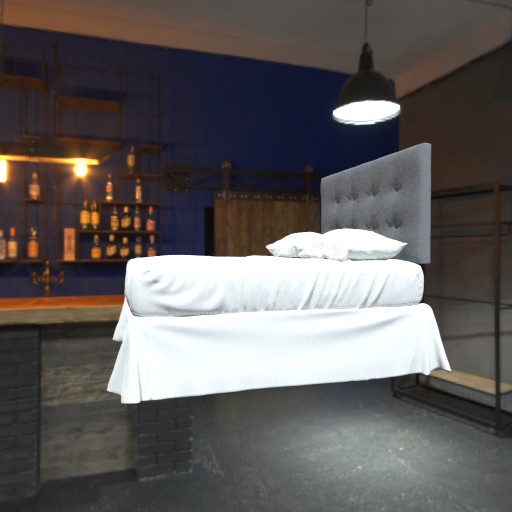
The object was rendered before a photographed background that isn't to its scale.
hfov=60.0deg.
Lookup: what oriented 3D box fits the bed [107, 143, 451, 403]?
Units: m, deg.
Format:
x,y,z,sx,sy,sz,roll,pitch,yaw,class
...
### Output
x,y,z,sx,sy,sz,roll,pitch,yaw,class
0.000,0.000,3.539,2.222,1.577,1.936,0,1,-17,bed
